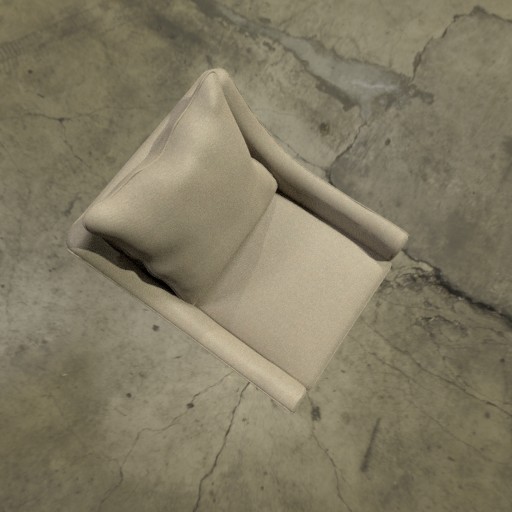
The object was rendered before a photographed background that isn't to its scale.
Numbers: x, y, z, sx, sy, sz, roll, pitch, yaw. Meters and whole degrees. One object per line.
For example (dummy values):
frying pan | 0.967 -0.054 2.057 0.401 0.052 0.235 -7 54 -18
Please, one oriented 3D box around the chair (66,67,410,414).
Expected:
chair | 0.000 0.000 1.628 0.876 0.942 0.760 35 78 8
